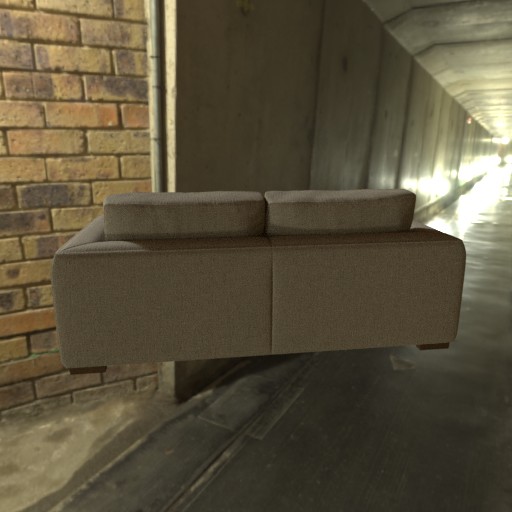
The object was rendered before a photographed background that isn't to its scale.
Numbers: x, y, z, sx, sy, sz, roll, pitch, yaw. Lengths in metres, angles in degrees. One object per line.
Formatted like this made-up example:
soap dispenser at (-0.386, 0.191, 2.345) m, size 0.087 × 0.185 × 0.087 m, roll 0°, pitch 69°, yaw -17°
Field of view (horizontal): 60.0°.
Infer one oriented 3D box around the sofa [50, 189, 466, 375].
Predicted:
sofa at (0.000, 0.000, 2.516) m, size 1.920 × 0.800 × 1.069 m, roll -2°, pitch 15°, yaw -8°
